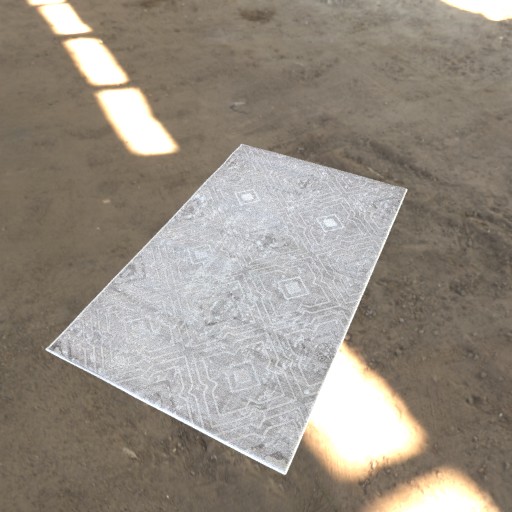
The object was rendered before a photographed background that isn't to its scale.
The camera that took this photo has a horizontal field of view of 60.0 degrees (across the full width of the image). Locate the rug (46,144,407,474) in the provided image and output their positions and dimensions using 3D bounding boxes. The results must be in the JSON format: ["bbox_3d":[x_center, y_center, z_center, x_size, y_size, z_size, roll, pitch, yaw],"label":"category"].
[{"bbox_3d":[0.000,0.000,3.093,1.537,0.036,2.447,20,49,18],"label":"rug"}]
